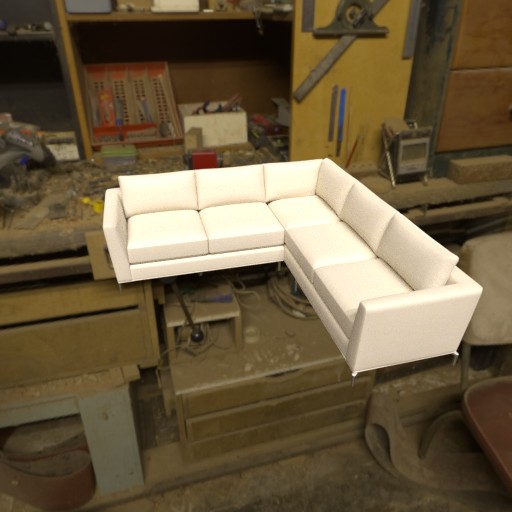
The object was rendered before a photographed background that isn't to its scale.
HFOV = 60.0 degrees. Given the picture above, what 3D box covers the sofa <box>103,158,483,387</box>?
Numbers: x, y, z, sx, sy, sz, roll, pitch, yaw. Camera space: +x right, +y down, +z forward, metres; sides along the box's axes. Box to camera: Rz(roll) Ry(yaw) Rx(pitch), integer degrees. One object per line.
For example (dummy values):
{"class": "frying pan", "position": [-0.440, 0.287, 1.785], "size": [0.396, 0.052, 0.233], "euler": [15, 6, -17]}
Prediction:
{"class": "sofa", "position": [0.000, 0.000, 3.733], "size": [2.430, 0.867, 2.448], "euler": [-7, 31, -13]}
